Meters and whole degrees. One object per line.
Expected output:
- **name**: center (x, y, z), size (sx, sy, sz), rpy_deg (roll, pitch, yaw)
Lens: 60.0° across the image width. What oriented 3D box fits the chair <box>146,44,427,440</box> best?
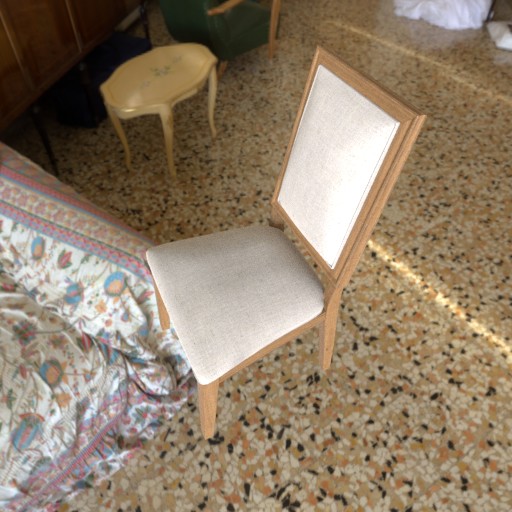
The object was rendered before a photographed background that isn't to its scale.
- **chair**: center (0.000, 0.000, 1.323), size (0.601, 0.988, 0.536), rpy_deg (-19, 49, -17)
